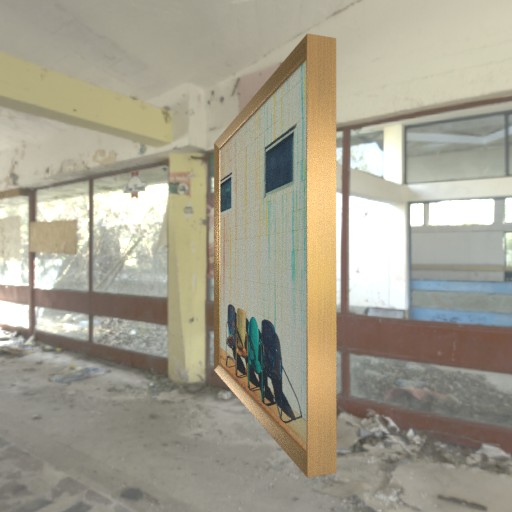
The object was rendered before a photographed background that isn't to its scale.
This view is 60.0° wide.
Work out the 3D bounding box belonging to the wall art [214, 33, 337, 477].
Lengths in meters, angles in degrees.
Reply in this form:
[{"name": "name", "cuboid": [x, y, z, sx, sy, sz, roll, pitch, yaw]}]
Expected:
[{"name": "wall art", "cuboid": [0.000, 0.000, 0.749, 0.037, 0.505, 0.505, 0, 0, -17]}]
